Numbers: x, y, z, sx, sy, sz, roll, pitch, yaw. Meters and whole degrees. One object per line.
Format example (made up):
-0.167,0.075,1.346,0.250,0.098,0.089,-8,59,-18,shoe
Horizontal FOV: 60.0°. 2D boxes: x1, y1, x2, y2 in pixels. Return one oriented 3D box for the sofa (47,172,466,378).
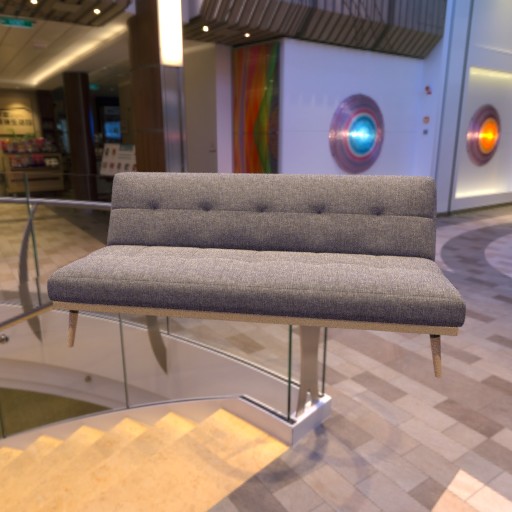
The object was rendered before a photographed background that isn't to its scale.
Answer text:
0.000,0.000,2.238,1.820,0.770,0.820,2,15,9,sofa
